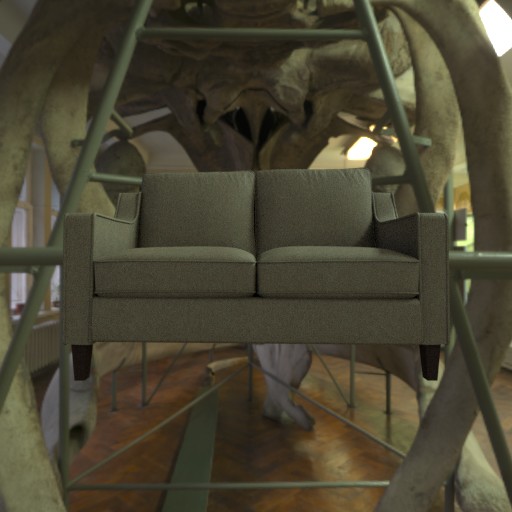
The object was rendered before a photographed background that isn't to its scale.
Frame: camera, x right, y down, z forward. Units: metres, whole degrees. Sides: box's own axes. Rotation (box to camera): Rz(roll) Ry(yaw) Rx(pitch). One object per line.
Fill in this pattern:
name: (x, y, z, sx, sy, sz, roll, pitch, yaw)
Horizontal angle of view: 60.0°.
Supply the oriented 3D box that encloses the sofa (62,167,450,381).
sofa: (0.000, 0.000, 2.165, 1.503, 0.981, 0.985, 0, 0, 0)
